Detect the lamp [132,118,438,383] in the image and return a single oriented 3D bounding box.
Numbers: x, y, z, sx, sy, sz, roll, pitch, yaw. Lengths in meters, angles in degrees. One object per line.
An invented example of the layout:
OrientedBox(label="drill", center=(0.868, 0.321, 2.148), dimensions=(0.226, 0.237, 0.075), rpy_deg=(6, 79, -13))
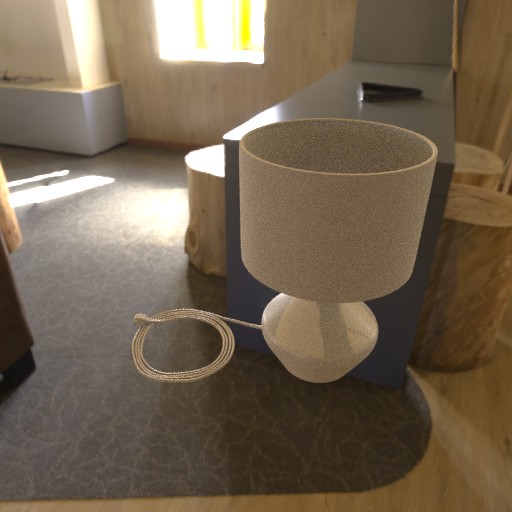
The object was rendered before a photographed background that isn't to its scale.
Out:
OrientedBox(label="lamp", center=(0.000, 0.000, 0.842), dimensions=(0.546, 0.457, 0.401), rpy_deg=(20, 36, 30))
